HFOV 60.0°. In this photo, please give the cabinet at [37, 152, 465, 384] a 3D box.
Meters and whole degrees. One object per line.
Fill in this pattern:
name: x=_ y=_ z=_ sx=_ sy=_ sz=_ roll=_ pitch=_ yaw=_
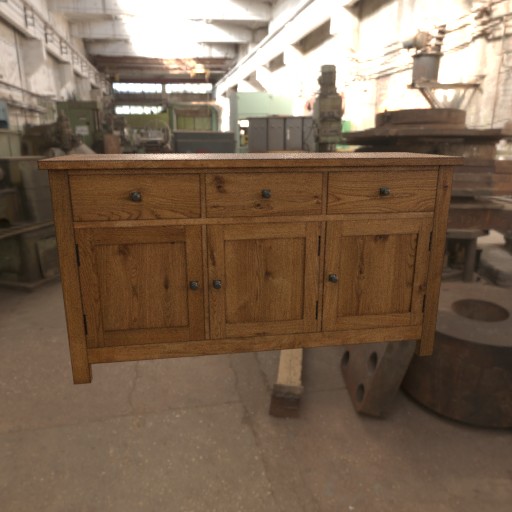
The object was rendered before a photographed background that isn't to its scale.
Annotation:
cabinet: x=0.000 y=0.000 z=1.839 sx=1.474 sy=0.813 sz=0.480 roll=-2 pitch=15 yaw=-9
